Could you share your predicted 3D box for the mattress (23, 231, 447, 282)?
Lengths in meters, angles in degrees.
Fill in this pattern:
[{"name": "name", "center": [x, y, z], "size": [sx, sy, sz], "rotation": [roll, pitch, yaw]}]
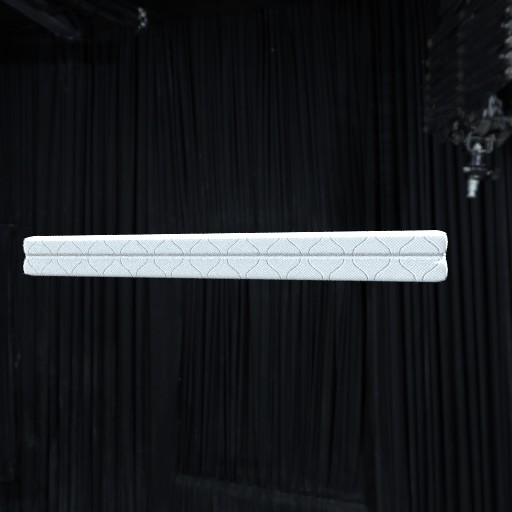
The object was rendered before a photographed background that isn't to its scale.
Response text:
[{"name": "mattress", "center": [0.000, 0.000, 2.735], "size": [2.000, 0.200, 1.600], "rotation": [0, 0, 17]}]
